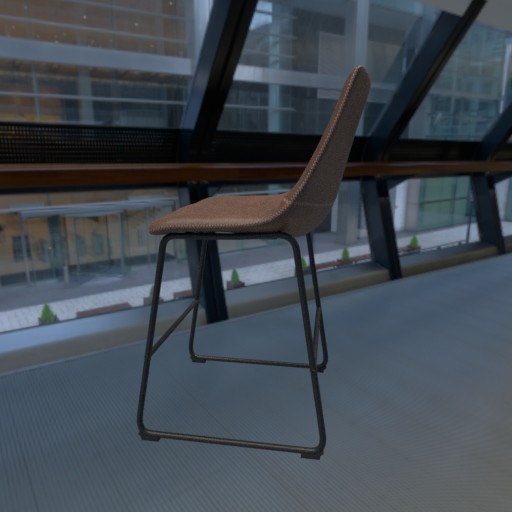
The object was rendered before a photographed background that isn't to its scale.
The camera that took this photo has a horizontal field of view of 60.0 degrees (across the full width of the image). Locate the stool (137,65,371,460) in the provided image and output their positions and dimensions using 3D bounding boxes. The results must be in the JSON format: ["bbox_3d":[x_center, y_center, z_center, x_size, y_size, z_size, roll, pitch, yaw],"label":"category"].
[{"bbox_3d":[0.000,0.000,1.200,0.550,0.890,0.460,2,14,9],"label":"stool"}]
